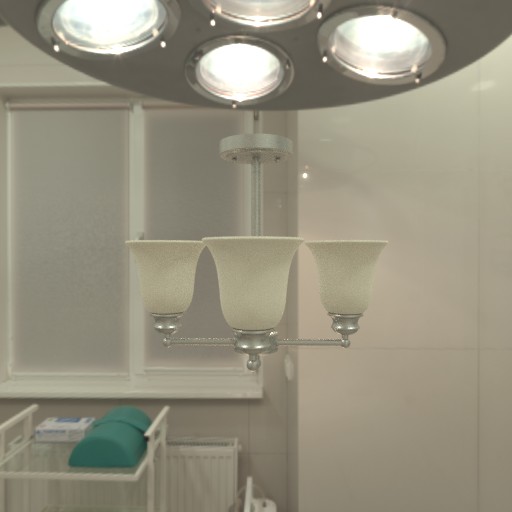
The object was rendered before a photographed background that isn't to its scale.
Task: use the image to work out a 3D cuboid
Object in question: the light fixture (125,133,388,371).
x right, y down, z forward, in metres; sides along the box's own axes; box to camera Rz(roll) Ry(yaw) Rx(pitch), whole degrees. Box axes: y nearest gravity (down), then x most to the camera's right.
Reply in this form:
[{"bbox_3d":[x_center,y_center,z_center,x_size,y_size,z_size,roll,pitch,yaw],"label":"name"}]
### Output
[{"bbox_3d":[0.000,0.000,0.729,0.427,0.370,0.427,0,0,1],"label":"light fixture"}]
